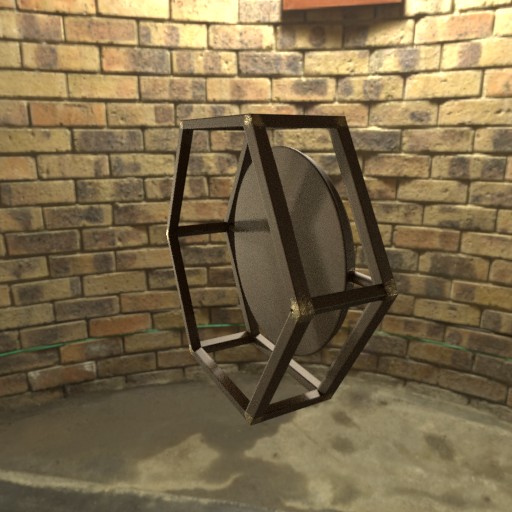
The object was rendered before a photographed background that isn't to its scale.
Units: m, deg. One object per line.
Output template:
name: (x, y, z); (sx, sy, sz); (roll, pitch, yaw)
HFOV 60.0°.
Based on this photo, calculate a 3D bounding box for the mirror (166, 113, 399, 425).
mirror: (0.000, 0.000, 0.563); (0.119, 0.334, 0.380); (-8, 17, -27)
